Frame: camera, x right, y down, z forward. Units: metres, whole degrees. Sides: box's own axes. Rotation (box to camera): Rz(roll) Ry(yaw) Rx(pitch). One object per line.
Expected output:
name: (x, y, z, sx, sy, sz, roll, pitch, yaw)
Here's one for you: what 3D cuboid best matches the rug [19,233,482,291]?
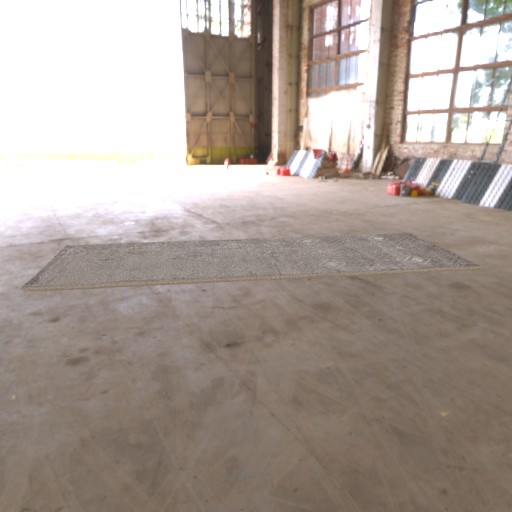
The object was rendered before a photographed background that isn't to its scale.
rug: (0.000, 0.000, 2.655, 2.381, 0.035, 0.832, -2, 16, -8)
